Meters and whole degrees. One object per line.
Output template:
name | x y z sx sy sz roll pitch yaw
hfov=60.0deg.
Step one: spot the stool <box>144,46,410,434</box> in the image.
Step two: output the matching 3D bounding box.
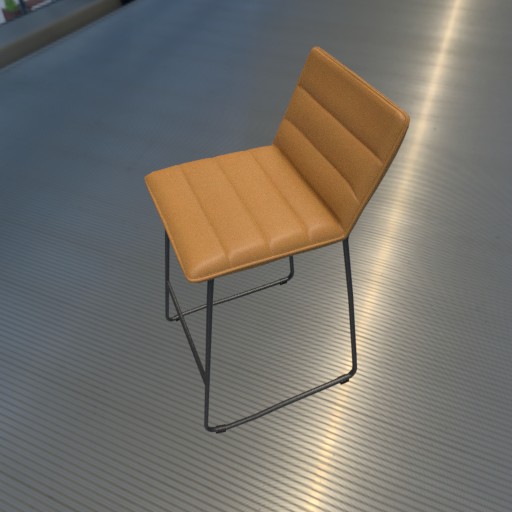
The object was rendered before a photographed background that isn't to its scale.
stool | 0.000 0.000 1.229 0.524 0.936 0.489 -17 49 -16
